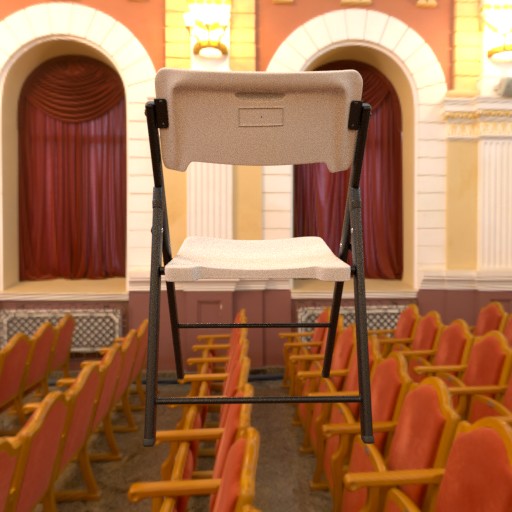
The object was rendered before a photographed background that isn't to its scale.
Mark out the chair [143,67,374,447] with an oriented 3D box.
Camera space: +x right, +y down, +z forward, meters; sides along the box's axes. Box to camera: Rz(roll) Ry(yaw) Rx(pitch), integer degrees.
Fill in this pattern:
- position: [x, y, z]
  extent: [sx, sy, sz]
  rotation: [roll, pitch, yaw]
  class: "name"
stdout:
- position: [0.000, 0.000, 1.130]
  extent: [0.482, 0.765, 0.577]
  rotation: [0, 1, -2]
  class: "chair"
